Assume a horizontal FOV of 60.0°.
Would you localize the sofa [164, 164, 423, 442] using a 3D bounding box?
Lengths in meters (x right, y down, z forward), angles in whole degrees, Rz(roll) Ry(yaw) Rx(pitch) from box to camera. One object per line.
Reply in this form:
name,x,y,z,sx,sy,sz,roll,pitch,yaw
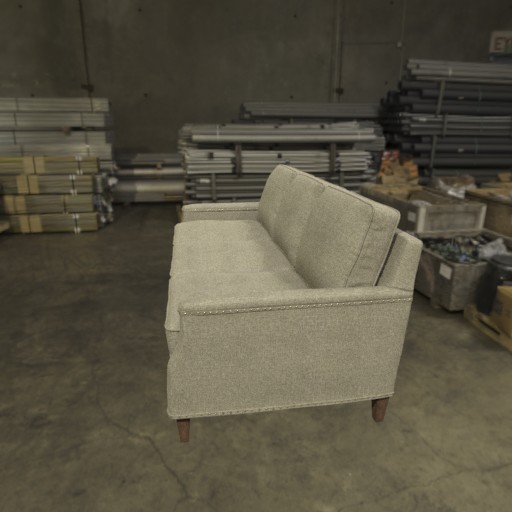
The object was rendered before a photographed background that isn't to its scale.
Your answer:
sofa,0.000,0.000,2.855,1.084,1.003,2.246,-3,17,-8
